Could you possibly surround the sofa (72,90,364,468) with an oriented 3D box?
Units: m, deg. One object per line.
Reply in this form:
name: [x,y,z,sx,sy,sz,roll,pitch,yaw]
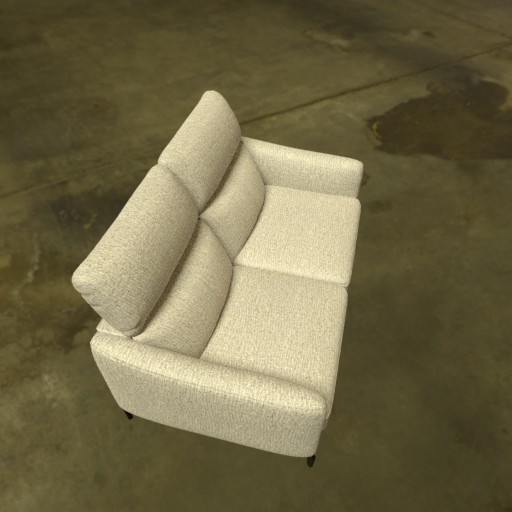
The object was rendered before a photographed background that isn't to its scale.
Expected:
sofa: [0.000,0.000,2.083,0.905,0.950,1.540,11,47,10]
